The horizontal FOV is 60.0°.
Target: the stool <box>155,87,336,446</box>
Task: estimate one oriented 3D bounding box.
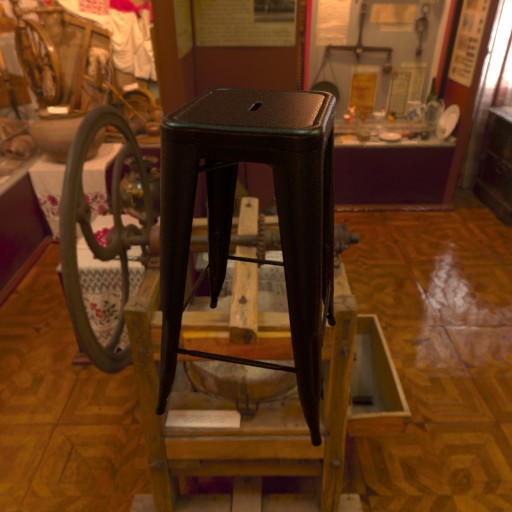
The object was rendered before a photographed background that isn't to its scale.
[{"bbox_3d":[0.000,0.000,0.918,0.423,0.609,0.455,1,32,1],"label":"stool"}]
